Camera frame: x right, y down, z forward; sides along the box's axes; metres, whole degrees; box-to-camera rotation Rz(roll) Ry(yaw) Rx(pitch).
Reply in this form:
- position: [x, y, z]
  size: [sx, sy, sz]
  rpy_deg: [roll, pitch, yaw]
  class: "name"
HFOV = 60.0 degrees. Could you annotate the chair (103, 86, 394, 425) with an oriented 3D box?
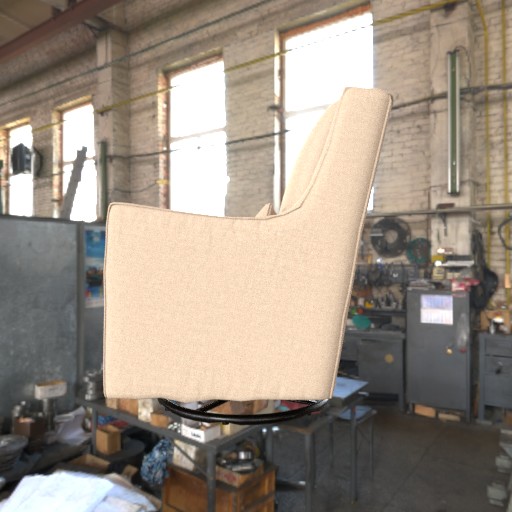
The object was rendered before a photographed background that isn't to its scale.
- position: [0.000, 0.000, 1.589]
  size: [0.879, 0.993, 0.732]
  rpy_deg: [0, -1, 1]
  class: "chair"
